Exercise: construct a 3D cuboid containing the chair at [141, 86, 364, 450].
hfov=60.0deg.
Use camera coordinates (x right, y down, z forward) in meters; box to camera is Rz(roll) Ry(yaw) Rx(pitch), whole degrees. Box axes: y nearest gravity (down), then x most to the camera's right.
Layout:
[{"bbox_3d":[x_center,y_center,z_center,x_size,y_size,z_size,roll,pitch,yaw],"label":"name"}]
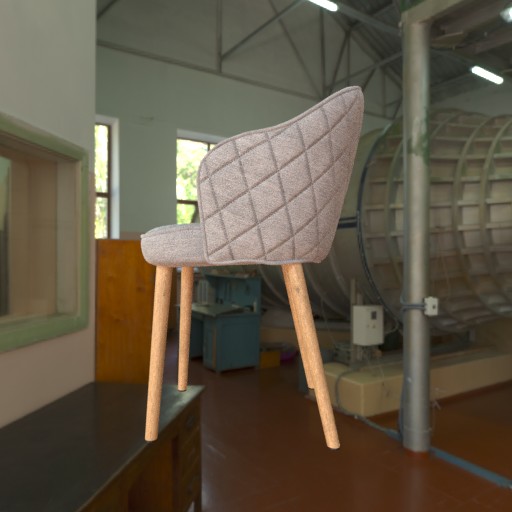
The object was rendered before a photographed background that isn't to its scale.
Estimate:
[{"bbox_3d":[0.000,0.000,1.134,0.530,0.800,0.540,0,0,1],"label":"chair"}]
